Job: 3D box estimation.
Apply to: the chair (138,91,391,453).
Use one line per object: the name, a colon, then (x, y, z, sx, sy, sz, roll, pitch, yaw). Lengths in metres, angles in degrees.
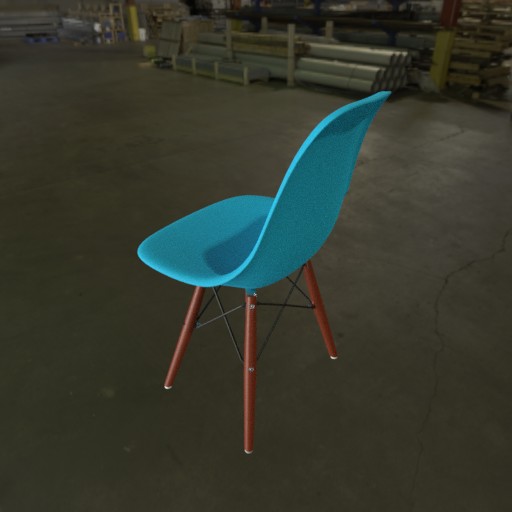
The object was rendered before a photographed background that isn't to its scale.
chair: (0.000, 0.000, 1.109, 0.533, 0.826, 0.470, 21, 37, 31)
